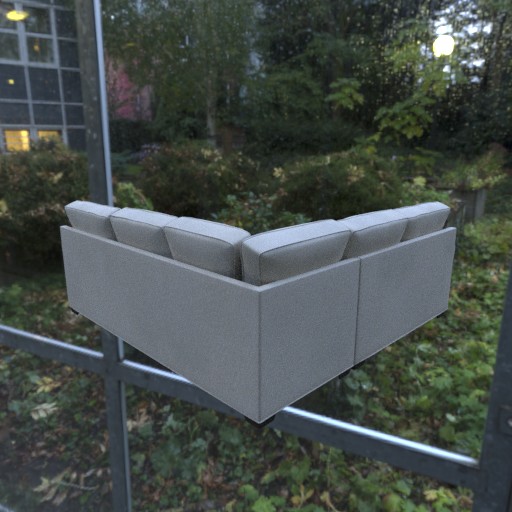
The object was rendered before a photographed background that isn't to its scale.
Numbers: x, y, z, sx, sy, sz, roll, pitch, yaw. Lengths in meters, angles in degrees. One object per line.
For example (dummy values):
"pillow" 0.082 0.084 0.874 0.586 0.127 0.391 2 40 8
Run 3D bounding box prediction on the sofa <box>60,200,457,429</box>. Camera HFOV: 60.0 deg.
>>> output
"sofa" 0.000 0.000 3.955 2.487 1.054 2.569 -14 20 -43
